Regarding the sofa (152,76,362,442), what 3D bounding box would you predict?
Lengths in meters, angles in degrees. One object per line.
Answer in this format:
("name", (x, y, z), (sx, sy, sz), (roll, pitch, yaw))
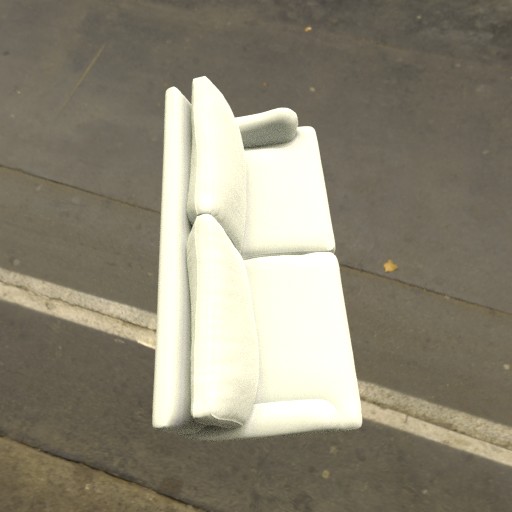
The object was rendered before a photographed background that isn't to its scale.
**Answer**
("sofa", (0.000, 0.000, 2.849), (1.069, 1.096, 2.193), (-3, 63, -2))
